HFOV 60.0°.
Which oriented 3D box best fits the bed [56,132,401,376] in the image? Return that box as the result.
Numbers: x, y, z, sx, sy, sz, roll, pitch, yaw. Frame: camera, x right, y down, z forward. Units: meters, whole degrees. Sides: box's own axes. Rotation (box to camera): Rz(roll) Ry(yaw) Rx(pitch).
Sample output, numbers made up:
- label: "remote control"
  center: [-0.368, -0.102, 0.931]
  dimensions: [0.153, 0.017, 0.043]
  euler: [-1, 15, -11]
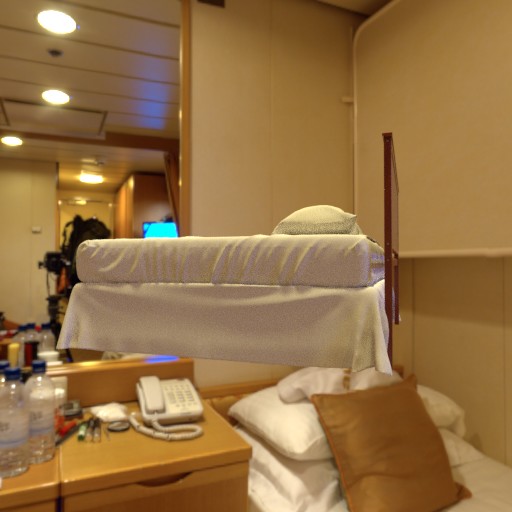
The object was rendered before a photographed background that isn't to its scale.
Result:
- label: "bed"
  center: [0.000, 0.000, 3.621]
  dimensions: [2.219, 1.271, 2.314]
  euler: [0, -1, 19]
